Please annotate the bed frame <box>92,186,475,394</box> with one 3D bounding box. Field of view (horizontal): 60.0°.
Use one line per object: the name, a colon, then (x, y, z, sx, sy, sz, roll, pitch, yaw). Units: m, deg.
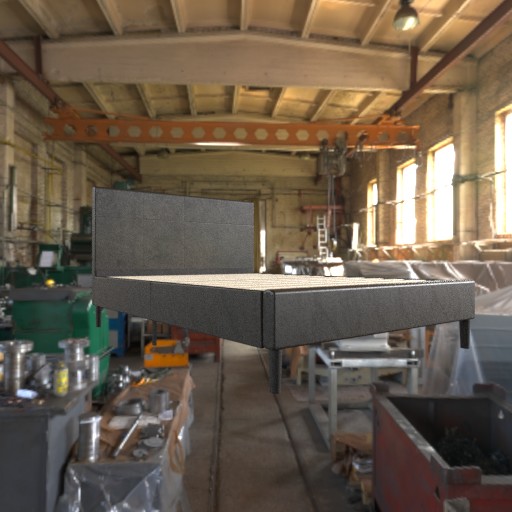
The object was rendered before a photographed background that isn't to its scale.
bed frame: (0.000, 0.000, 2.911, 1.469, 1.046, 2.152, 0, -1, -37)
